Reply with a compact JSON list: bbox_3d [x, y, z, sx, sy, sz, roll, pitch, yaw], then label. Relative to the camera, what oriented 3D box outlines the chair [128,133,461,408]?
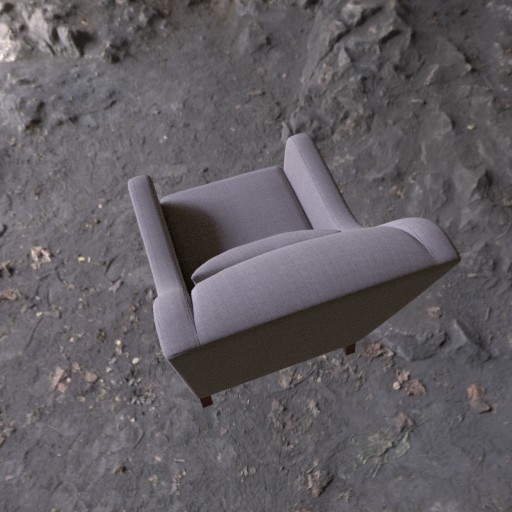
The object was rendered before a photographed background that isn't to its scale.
[{"bbox_3d":[0.000,0.000,1.577,0.715,1.017,0.890,-17,60,-10],"label":"chair"}]
